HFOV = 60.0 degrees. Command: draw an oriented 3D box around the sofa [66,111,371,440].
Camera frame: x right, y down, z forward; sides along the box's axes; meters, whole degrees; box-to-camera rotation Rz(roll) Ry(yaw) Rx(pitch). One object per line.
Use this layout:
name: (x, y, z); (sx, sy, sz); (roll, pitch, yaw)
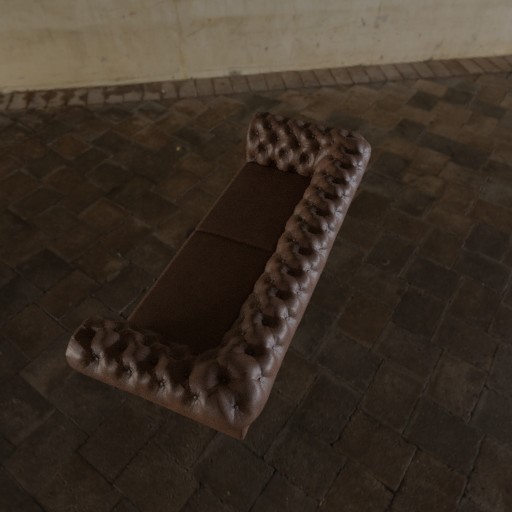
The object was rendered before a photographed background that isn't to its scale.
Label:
sofa: (0.000, 0.000, 2.878); (0.944, 0.783, 2.385); (17, 50, 15)
